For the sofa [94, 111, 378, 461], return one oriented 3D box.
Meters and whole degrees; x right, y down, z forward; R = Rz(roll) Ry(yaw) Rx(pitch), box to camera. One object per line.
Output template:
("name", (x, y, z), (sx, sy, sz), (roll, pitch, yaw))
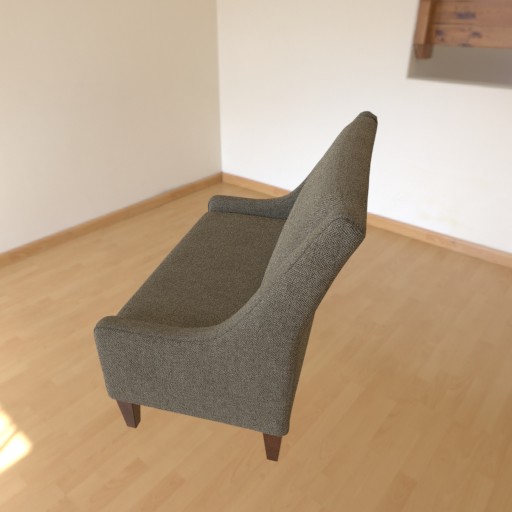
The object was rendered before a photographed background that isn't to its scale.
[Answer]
("sofa", (0.000, 0.000, 1.909), (0.870, 1.021, 1.242), (8, 31, 13))
